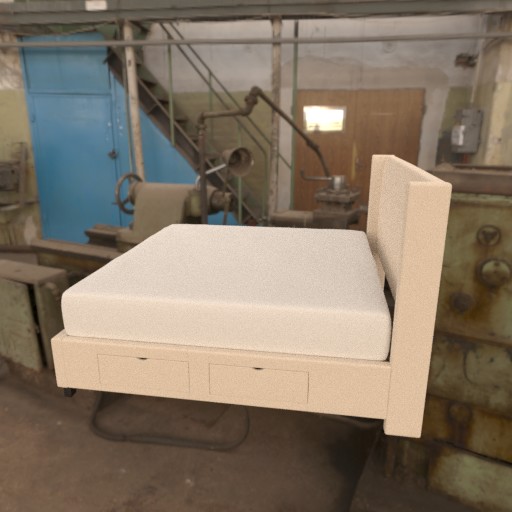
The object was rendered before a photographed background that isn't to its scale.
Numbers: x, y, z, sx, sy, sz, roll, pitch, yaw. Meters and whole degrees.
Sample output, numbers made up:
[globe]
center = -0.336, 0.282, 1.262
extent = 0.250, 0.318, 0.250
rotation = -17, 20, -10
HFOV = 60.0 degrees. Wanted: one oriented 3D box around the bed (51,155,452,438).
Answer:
[bed]
center = 0.000, 0.000, 3.536
extent = 2.293, 1.471, 2.145
rotation = 3, 17, 9
